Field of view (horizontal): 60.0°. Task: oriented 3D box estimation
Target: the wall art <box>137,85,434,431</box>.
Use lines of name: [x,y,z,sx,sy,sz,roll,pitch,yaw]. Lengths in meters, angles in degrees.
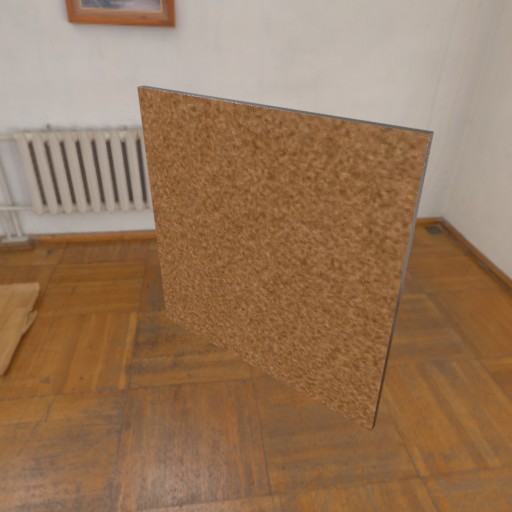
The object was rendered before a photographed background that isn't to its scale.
wall art: [0.000,0.000,0.674,0.446,0.445,0.014,21,36,32]
